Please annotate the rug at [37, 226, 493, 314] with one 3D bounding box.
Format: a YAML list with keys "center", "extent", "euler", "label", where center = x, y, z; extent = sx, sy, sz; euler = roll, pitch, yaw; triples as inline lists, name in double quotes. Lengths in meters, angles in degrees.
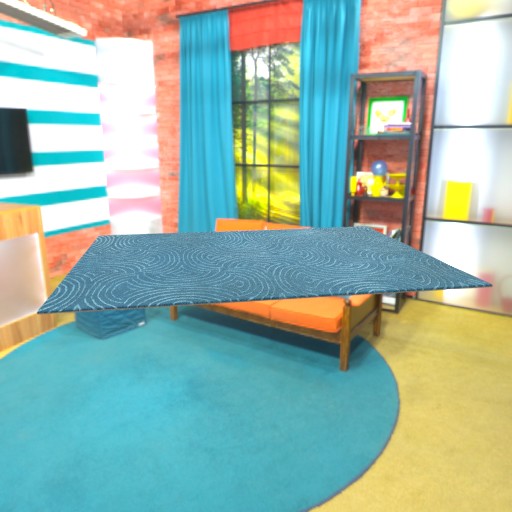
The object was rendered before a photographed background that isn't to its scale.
- center: [0.000, 0.000, 2.780]
  extent: [2.144, 0.015, 1.543]
  euler: [-3, 15, -9]
  label: "rug"
